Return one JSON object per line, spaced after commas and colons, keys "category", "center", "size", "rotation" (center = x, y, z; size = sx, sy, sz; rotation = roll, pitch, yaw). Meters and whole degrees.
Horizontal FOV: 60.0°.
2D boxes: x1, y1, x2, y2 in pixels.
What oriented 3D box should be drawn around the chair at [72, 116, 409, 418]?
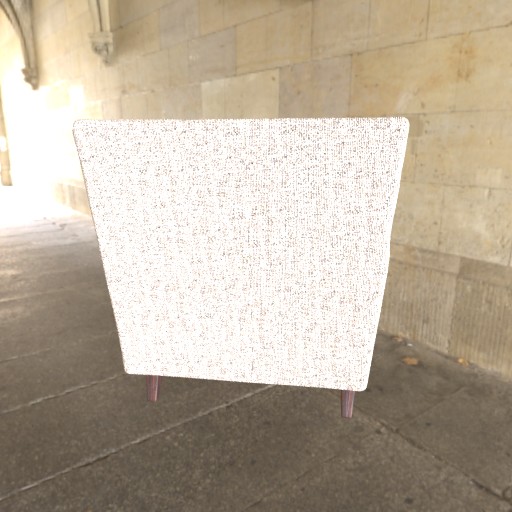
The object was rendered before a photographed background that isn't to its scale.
{"category": "chair", "center": [0.000, 0.000, 1.628], "size": [0.864, 0.928, 0.873], "rotation": [2, 14, 8]}
